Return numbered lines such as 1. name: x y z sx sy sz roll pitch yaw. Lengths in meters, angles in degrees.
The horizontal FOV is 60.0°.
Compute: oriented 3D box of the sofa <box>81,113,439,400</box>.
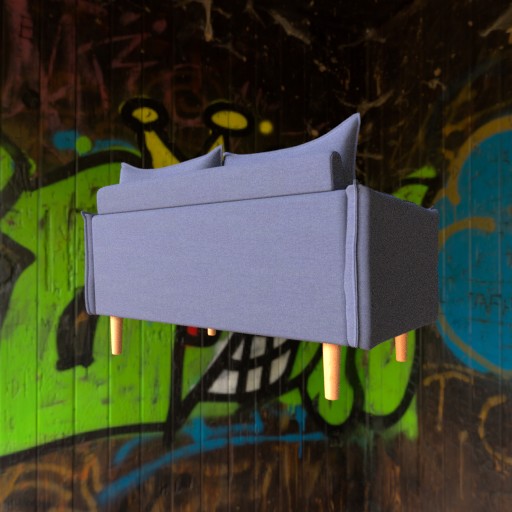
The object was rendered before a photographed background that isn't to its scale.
1. sofa: 0.000 0.000 1.842 1.300 0.840 0.820 0 -1 37
